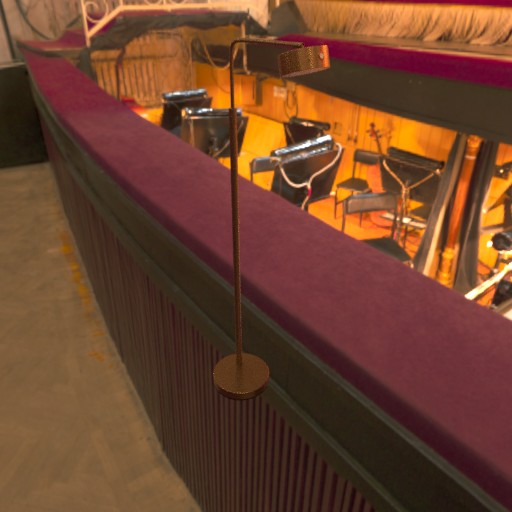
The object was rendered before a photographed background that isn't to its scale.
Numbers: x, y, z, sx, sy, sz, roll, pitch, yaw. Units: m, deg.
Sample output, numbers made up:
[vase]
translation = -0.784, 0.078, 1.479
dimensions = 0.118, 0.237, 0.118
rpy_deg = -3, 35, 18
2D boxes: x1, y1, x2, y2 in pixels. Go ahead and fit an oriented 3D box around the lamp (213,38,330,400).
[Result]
[lamp]
translation = 0.000, 0.000, 1.399
dimensions = 0.219, 1.230, 0.418
rpy_deg = -20, 35, -31
